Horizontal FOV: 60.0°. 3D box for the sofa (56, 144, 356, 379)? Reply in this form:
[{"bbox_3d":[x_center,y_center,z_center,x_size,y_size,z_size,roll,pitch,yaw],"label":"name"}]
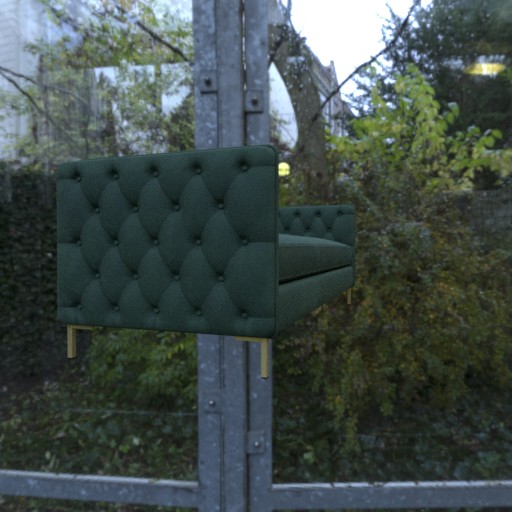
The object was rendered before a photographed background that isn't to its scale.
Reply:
[{"bbox_3d":[0.000,0.000,2.572,0.895,0.771,2.209,0,1,19],"label":"sofa"}]
